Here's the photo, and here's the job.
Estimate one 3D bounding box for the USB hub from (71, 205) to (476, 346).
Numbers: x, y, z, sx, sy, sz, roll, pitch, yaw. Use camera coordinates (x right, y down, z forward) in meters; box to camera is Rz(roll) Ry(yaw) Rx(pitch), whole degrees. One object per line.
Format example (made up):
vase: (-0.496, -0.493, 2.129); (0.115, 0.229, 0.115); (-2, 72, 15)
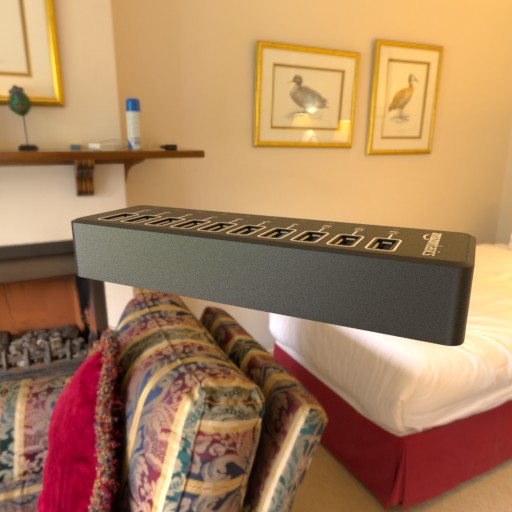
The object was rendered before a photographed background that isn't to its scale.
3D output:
USB hub: (0.000, 0.000, 0.165); (0.145, 0.023, 0.044); (7, 17, 25)
